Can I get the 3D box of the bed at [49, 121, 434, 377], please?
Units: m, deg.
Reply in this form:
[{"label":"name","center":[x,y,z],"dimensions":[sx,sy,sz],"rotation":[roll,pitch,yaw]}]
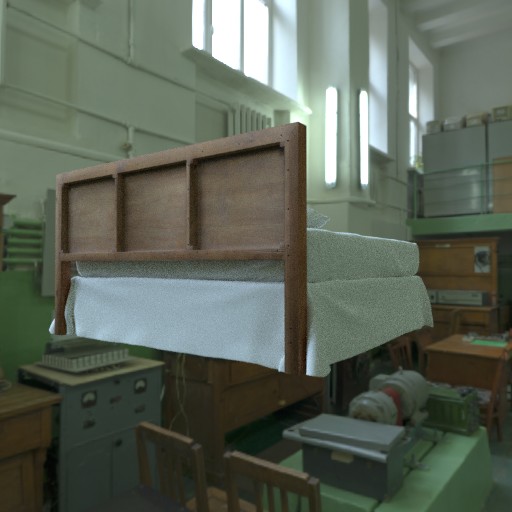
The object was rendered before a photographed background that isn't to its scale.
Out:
[{"label":"bed","center":[0.000,0.000,3.442],"dimensions":[2.255,1.158,2.165],"rotation":[-1,-1,36]}]
